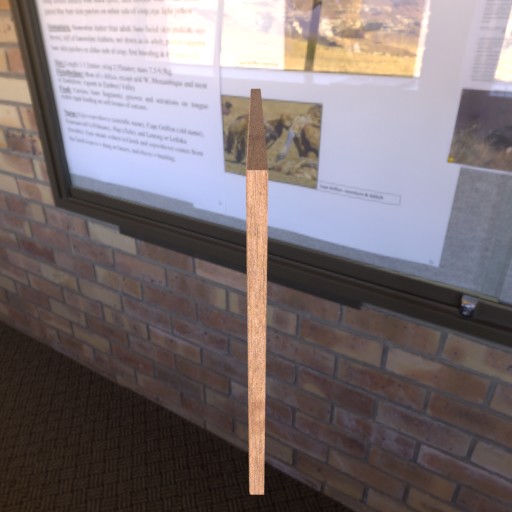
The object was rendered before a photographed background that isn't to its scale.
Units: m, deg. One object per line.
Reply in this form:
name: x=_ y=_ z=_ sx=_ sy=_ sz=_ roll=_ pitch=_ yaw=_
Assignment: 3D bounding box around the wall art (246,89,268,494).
wall art: x=0.000 y=0.000 z=0.949 sx=0.026 sy=0.588 sz=0.690 roll=0 pitch=28 yaw=0
